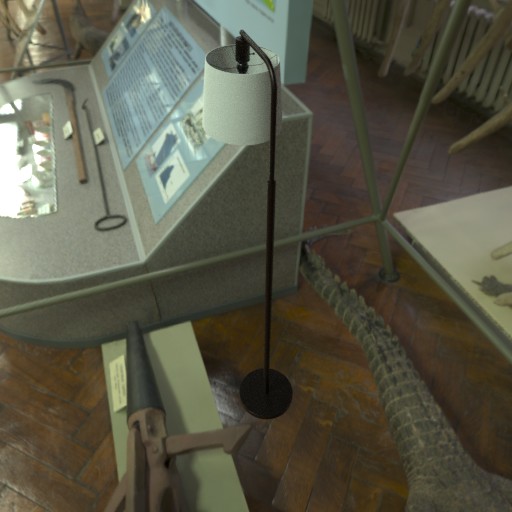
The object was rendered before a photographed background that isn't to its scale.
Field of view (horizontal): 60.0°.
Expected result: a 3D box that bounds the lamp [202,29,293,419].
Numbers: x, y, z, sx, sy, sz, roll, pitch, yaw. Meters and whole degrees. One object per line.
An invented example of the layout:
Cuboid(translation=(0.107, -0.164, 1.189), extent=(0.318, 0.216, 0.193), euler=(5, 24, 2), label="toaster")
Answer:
Cuboid(translation=(0.000, 0.000, 1.632), extent=(0.254, 1.478, 0.508), euler=(-14, 43, -15), label="lamp")
